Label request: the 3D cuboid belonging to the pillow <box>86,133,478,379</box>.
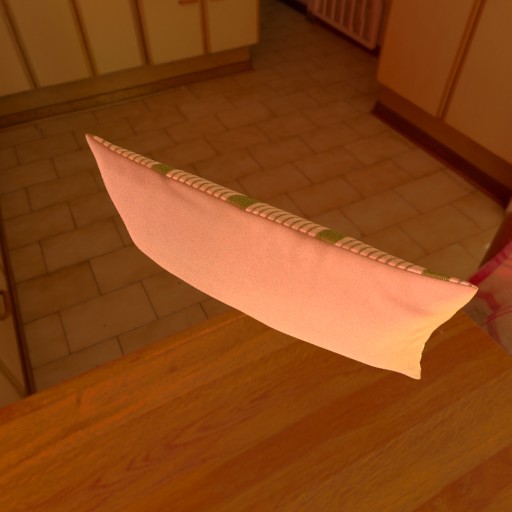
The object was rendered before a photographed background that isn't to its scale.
[{"bbox_3d":[0.000,0.000,0.717,0.608,0.292,0.156,24,51,21],"label":"pillow"}]
